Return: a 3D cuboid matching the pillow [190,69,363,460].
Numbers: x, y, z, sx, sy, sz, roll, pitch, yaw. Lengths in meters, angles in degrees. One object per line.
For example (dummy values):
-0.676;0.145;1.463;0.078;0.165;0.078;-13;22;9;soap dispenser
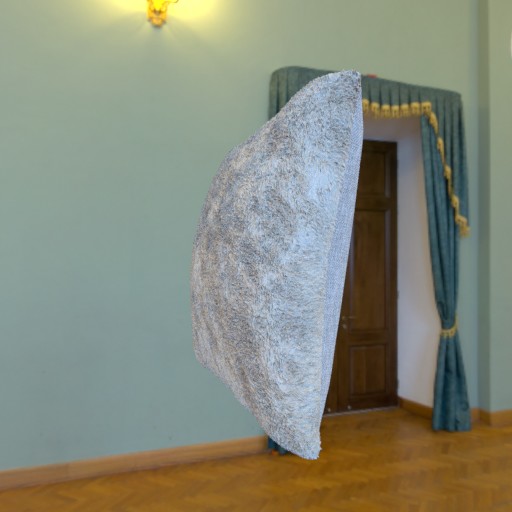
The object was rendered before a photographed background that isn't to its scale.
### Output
0.000;0.000;0.801;0.218;0.515;0.529;0;0;-20;pillow
